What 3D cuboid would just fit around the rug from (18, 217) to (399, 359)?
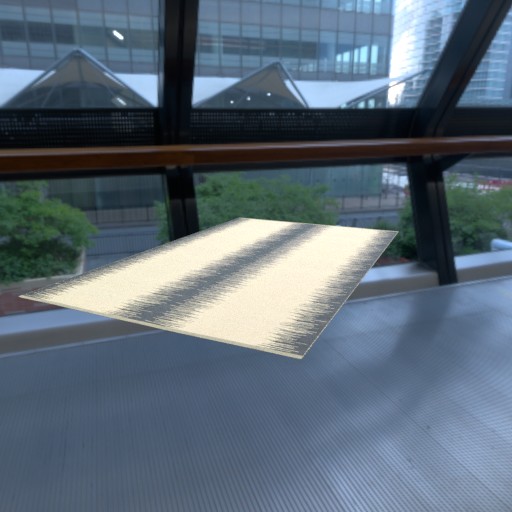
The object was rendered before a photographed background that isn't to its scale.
[{"bbox_3d":[0.000,0.000,3.000,1.519,0.003,2.453,7,17,24],"label":"rug"}]
